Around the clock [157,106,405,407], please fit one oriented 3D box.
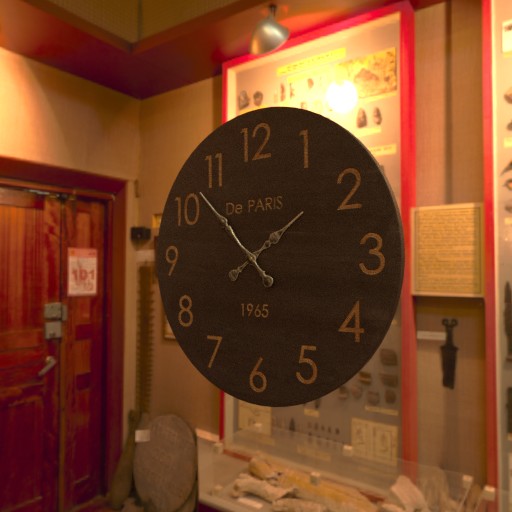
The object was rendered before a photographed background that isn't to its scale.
[{"bbox_3d":[0.000,0.000,0.899,0.595,0.595,0.029,-1,-2,37],"label":"clock"}]
